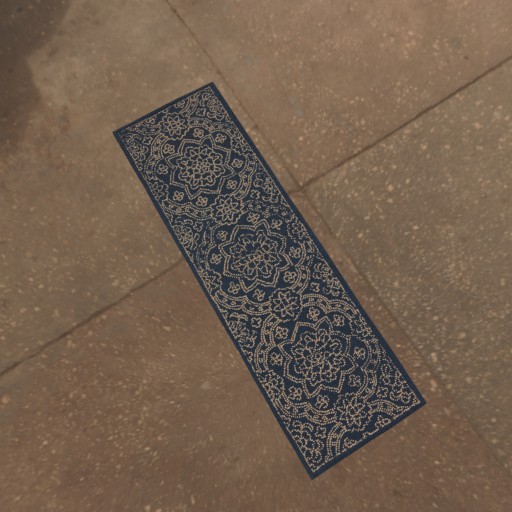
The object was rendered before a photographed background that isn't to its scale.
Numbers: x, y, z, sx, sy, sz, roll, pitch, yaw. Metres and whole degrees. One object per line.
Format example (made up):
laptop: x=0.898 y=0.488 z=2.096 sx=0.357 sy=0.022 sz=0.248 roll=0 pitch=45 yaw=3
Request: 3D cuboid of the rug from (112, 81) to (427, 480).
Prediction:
rug: x=0.000 y=0.000 z=2.703 sx=0.769 sy=0.012 sz=2.448 roll=-30 pitch=76 yaw=-8
